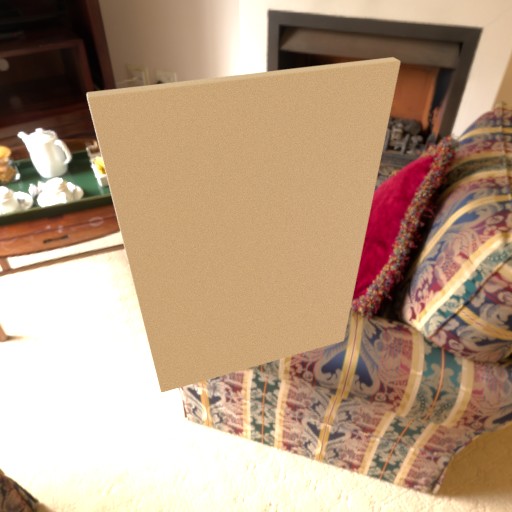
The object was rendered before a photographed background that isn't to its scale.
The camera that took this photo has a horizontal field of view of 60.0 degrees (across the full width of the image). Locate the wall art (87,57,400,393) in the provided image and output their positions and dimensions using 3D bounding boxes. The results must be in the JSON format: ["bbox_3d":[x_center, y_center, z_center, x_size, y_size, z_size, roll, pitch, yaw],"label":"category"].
[{"bbox_3d":[0.000,0.000,1.485,0.808,1.183,0.038,-12,42,-14],"label":"wall art"}]
